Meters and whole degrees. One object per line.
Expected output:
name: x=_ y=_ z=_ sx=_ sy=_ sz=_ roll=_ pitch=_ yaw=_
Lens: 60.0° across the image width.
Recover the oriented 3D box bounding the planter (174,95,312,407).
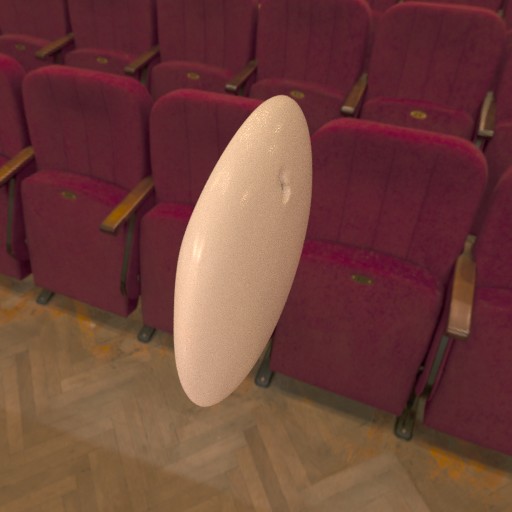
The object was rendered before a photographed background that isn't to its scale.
planter: x=0.000 y=0.000 z=0.275 sx=0.043 sy=0.188 sz=0.185 roll=16 pitch=48 yaw=15
